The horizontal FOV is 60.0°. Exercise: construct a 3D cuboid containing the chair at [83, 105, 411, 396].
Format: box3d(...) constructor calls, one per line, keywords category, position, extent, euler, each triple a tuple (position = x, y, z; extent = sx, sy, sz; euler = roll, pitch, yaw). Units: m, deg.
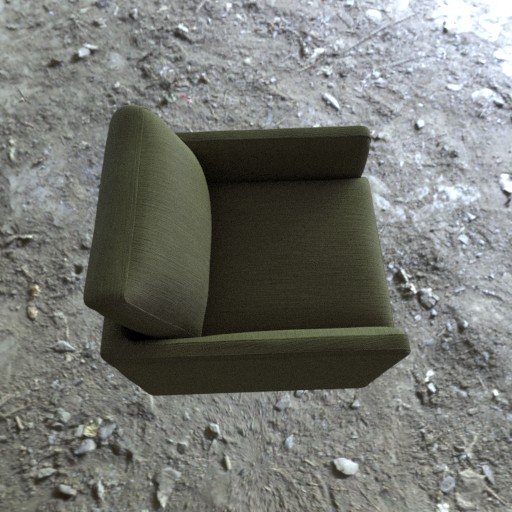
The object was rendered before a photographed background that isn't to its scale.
box3d(category="chair", position=(0.000, 0.000, 1.456), extent=(0.834, 0.811, 0.763), euler=(-2, 65, -1))
